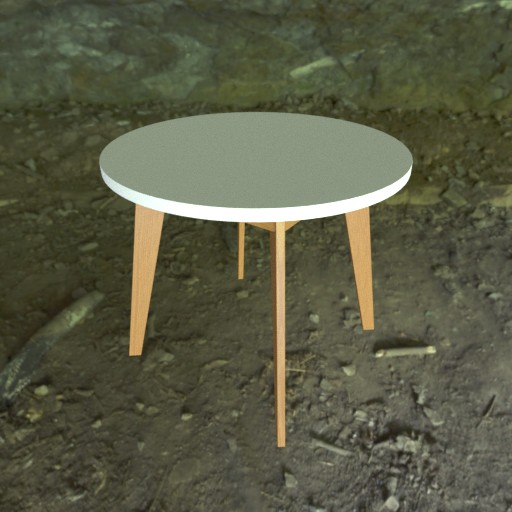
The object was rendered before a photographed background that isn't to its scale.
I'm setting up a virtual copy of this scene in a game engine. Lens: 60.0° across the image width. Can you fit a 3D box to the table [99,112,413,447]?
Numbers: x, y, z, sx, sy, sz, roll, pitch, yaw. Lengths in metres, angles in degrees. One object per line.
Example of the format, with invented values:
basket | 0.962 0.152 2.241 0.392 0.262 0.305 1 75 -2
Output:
table | 0.000 0.000 1.517 0.896 0.762 0.896 0 31 0
